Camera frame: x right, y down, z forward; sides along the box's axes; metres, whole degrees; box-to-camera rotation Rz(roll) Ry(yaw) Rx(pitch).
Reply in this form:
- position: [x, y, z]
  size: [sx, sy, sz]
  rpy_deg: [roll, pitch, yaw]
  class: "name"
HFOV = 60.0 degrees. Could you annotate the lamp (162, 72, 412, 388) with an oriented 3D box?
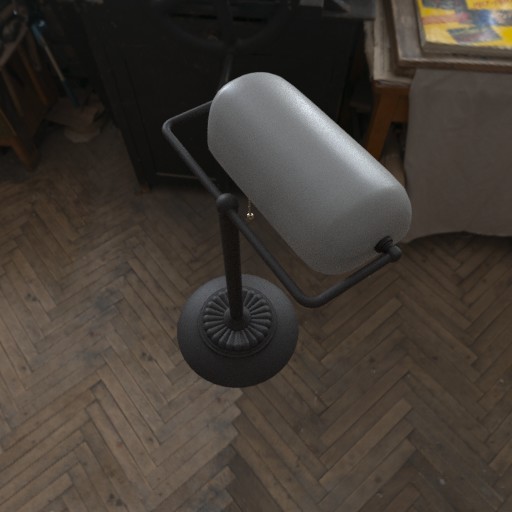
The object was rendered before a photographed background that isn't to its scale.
- position: [0.000, 0.000, 0.519]
  size: [0.243, 0.339, 0.264]
  rpy_deg: [-30, 63, -17]
  class: "lamp"
